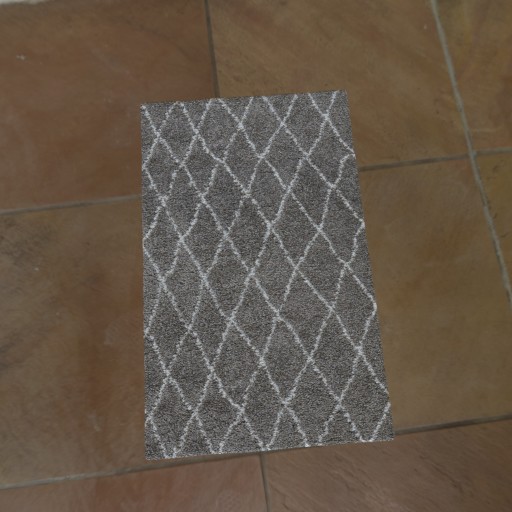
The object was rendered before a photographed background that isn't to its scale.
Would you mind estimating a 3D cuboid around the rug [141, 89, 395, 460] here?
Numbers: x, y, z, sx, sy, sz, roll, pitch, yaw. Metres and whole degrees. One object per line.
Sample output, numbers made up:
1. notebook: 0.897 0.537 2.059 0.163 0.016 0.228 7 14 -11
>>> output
1. rug: 0.000 0.000 2.988 1.524 0.030 2.438 -4 76 -1
